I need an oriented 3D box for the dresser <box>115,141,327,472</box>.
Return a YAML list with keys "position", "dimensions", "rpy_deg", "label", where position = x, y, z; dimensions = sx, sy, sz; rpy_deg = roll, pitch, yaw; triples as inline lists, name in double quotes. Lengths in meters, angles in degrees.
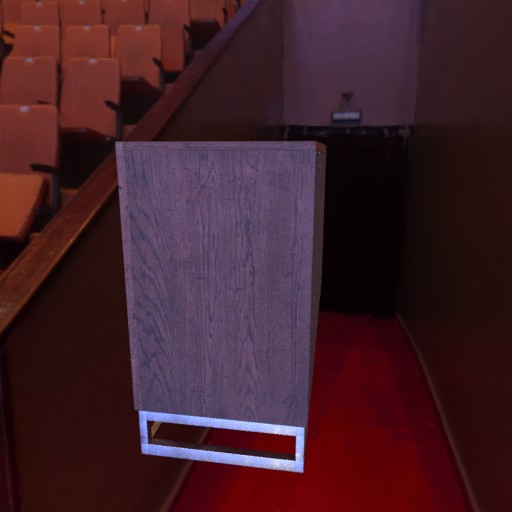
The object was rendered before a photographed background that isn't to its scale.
- position: [0.000, 0.000, 2.172]
  dimensions: [0.623, 1.061, 1.646]
  rpy_deg: [2, 14, 9]
  label: "dresser"
